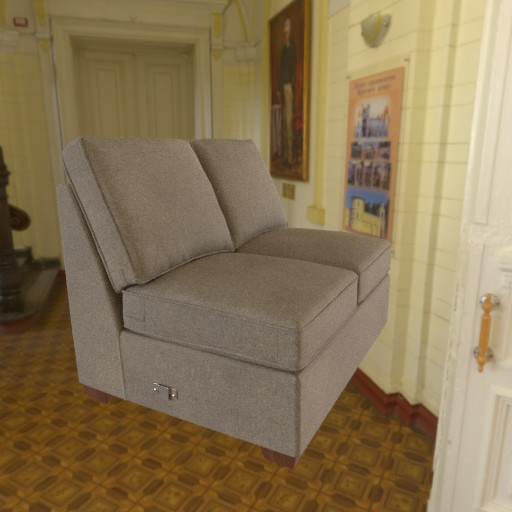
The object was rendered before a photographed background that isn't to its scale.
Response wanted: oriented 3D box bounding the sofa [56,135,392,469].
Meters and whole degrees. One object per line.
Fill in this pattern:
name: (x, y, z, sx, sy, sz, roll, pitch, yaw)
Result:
sofa: (0.000, 0.000, 1.938, 0.951, 1.008, 1.237, 7, 16, 27)
